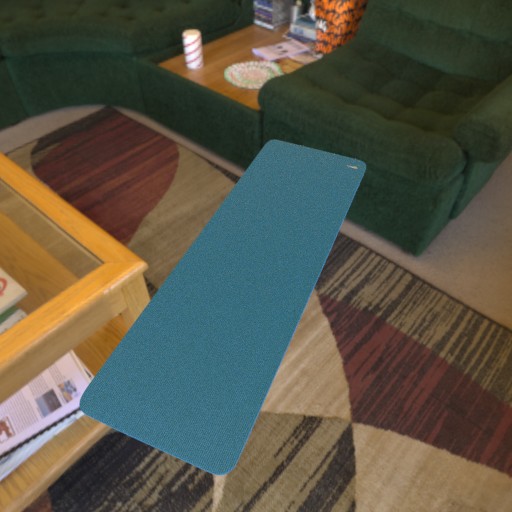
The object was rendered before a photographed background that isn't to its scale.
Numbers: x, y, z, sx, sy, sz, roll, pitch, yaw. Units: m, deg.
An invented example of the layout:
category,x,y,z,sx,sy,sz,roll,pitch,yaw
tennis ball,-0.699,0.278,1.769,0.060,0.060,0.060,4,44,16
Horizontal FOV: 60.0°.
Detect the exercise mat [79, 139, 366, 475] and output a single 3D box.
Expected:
category,x,y,z,sx,sy,sz,roll,pitch,yaw
exercise mat,0.000,0.000,2.076,0.616,0.021,1.869,18,50,16
